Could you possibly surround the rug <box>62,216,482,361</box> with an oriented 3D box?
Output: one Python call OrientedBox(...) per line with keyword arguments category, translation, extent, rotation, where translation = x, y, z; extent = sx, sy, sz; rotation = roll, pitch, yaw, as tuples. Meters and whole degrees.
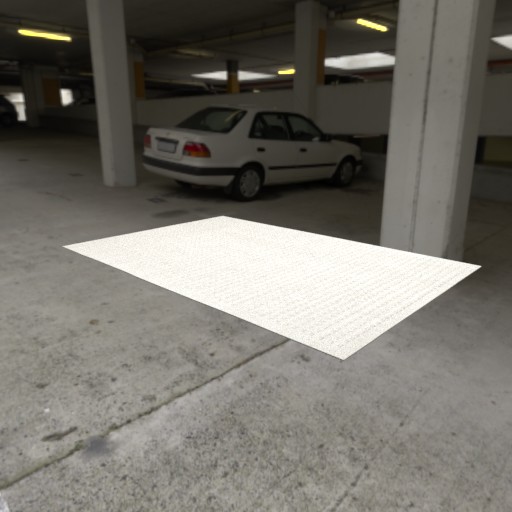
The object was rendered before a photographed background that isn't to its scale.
OrientedBox(category="rug", translation=(0.000, 0.000, 2.870), extent=(2.289, 0.006, 1.523), rotation=(15, 22, 41))
